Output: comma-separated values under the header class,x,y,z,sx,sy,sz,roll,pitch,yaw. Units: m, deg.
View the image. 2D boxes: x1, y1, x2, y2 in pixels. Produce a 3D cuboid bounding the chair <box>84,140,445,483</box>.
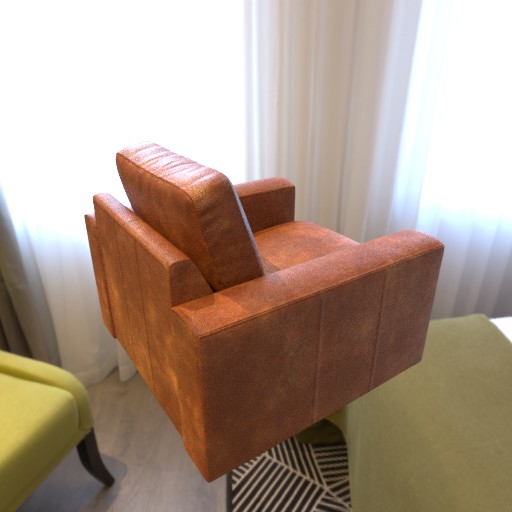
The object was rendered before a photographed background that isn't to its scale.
class,x,y,z,sx,sy,sz,roll,pitch,yaw
chair,0.000,0.000,1.731,1.016,0.873,1.005,-17,31,-30
